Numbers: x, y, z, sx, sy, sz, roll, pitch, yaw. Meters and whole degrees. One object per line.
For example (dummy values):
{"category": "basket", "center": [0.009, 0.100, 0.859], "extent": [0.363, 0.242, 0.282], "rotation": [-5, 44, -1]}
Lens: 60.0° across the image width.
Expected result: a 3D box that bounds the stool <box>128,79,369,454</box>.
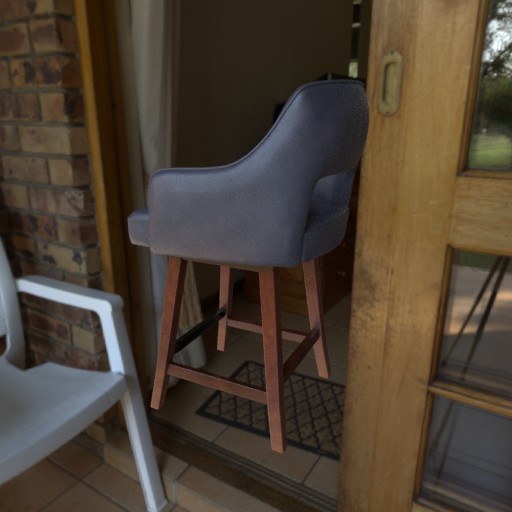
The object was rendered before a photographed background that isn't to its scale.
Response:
{"category": "stool", "center": [0.000, 0.000, 1.293], "extent": [0.560, 0.936, 0.550], "rotation": [9, 20, 25]}
